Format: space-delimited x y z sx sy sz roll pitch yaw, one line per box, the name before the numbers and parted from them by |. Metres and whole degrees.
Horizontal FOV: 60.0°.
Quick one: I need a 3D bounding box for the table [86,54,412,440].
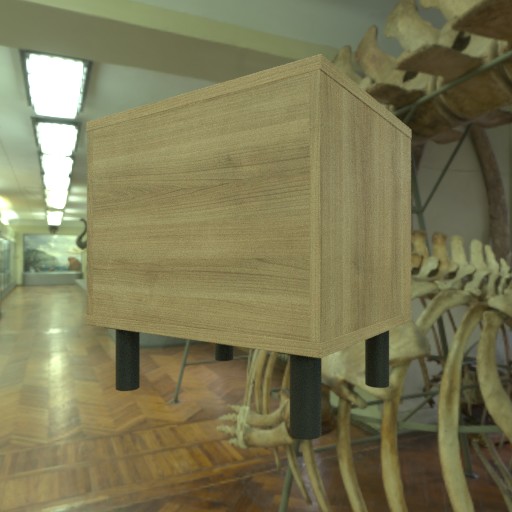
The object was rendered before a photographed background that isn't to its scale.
table | 0.000 0.000 0.789 0.445 0.460 0.380 0 0 35
